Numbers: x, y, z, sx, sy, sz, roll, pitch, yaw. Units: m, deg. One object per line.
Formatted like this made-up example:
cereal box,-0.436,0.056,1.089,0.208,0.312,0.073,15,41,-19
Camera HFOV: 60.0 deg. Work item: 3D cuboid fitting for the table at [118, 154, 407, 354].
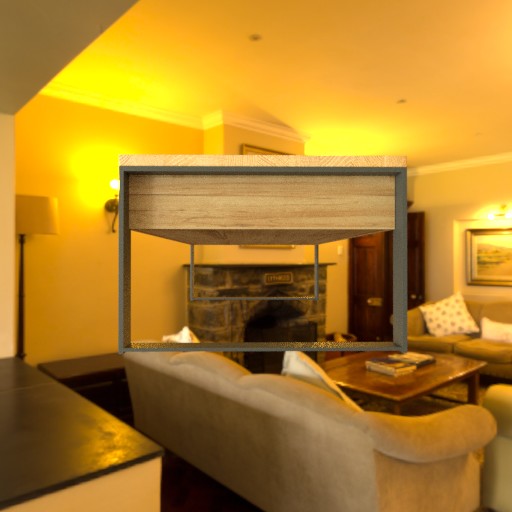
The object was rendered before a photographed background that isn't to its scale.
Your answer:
table,0.000,0.000,1.481,0.590,0.400,1.180,0,0,-1
